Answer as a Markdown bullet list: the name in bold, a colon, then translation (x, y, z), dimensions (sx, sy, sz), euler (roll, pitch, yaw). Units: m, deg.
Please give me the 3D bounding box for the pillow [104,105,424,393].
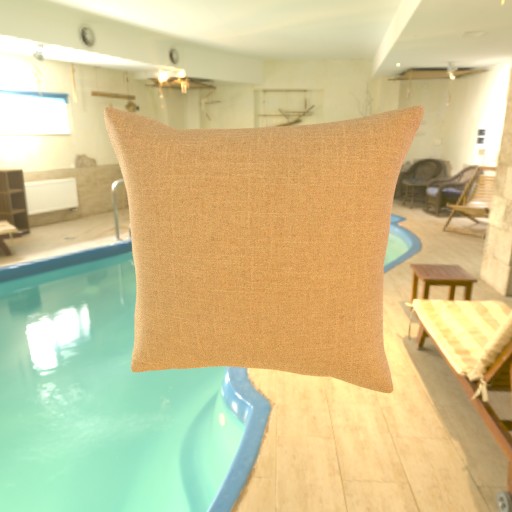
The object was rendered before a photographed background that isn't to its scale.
- **pillow**: translation (0.000, 0.000, 0.622), dimensions (0.414, 0.399, 0.173), euler (2, 16, 8)
